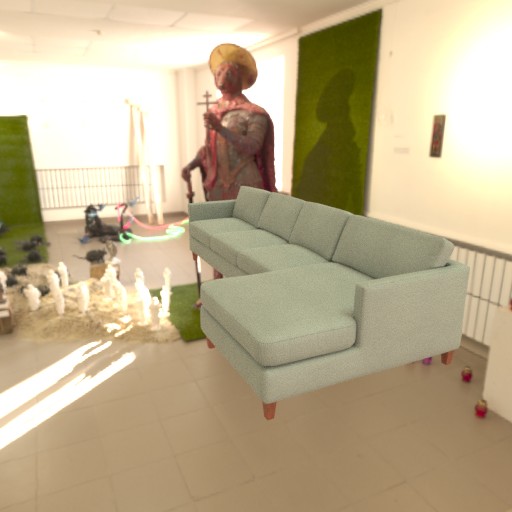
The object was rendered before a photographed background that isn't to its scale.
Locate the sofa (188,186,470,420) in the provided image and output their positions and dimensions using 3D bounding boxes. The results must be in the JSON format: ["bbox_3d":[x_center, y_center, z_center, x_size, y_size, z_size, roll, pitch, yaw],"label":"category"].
[{"bbox_3d":[0.000,0.000,4.199,1.604,0.950,3.471,-8,18,-25],"label":"sofa"}]
